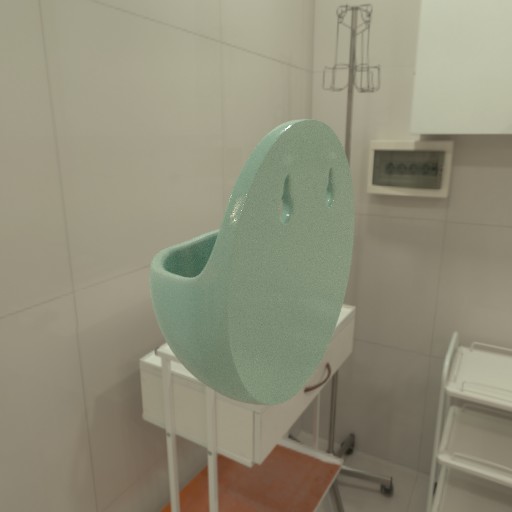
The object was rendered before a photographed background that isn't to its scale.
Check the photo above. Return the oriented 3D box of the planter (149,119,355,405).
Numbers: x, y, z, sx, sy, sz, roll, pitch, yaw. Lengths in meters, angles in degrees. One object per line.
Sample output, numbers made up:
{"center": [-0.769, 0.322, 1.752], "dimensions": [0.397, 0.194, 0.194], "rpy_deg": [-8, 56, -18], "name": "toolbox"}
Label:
{"center": [0.000, 0.000, 0.279], "dimensions": [0.073, 0.164, 0.189], "rpy_deg": [8, 17, 28], "name": "planter"}
